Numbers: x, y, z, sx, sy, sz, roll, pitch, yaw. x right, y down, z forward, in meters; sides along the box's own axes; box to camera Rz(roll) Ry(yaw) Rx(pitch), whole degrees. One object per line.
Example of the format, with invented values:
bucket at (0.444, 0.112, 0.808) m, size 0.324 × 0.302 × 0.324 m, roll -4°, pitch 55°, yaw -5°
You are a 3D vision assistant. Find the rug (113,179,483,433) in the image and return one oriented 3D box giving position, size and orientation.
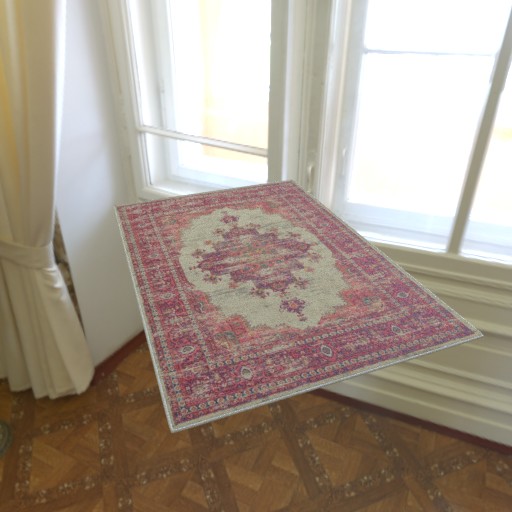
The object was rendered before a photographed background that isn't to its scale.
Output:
rug at (0.000, 0.000, 3.651) m, size 2.005 × 0.014 × 2.878 m, roll -11°, pitch 33°, yaw -18°
